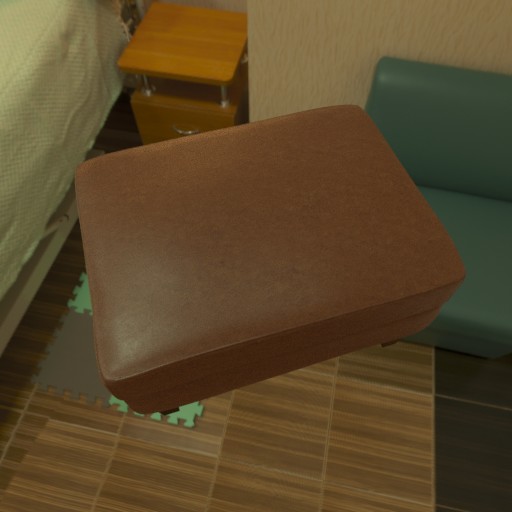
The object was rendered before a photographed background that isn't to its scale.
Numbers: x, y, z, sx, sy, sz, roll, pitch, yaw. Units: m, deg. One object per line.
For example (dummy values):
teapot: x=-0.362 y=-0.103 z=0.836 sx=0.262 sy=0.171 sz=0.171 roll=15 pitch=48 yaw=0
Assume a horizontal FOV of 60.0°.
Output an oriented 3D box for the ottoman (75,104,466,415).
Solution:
ottoman: x=0.000 y=0.000 z=1.256 sx=0.851 sy=0.485 sz=0.650 roll=-15 pitch=59 yaw=-9
